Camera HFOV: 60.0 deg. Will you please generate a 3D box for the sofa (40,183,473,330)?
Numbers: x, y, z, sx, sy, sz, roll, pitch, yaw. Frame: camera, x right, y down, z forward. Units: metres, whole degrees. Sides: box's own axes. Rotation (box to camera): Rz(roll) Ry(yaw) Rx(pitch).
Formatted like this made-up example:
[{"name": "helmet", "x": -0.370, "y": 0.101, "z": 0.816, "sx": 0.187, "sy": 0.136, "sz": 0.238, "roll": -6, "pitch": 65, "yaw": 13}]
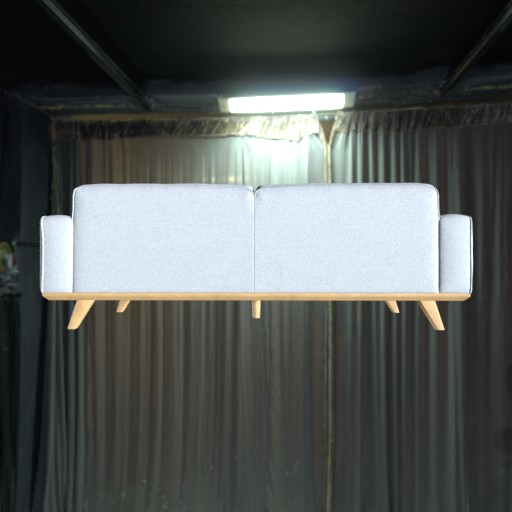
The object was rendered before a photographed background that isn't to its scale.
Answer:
[{"name": "sofa", "x": 0.000, "y": 0.000, "z": 2.729, "sx": 2.270, "sy": 0.781, "sz": 0.956, "roll": 0, "pitch": -1, "yaw": 1}]
